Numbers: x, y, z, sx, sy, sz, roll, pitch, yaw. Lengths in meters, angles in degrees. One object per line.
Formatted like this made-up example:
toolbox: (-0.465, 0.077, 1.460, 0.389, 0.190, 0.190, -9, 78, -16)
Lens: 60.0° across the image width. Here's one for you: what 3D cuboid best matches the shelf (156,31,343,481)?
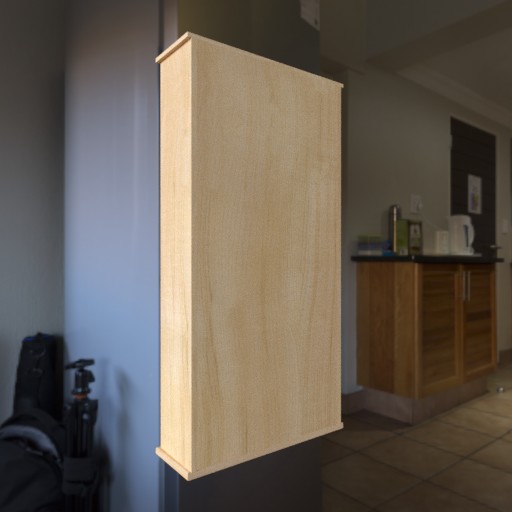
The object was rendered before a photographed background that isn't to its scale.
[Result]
shelf: (0.000, 0.000, 1.236, 0.520, 1.030, 0.175, 0, 0, -37)
